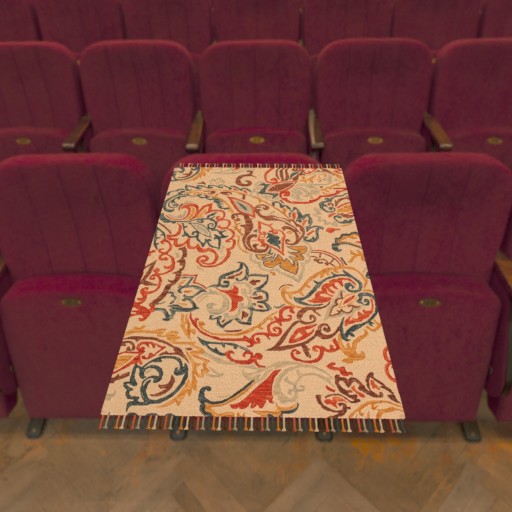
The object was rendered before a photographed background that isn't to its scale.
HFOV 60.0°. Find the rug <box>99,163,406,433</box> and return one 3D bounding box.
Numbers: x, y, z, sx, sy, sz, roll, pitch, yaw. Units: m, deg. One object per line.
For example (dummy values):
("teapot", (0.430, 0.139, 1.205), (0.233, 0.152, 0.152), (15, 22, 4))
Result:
("rug", (0.000, 0.000, 3.130), (1.523, 0.010, 2.584), (1, 41, 1))
